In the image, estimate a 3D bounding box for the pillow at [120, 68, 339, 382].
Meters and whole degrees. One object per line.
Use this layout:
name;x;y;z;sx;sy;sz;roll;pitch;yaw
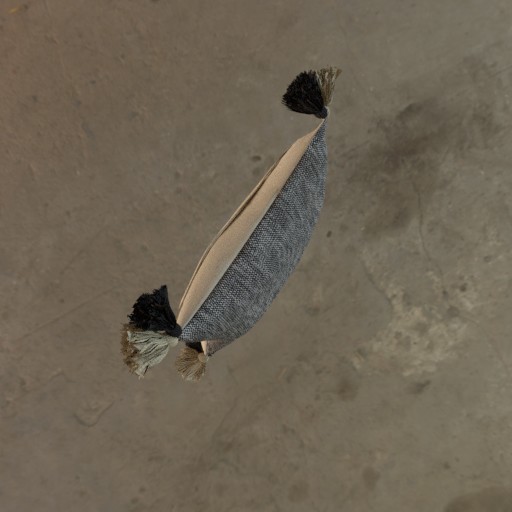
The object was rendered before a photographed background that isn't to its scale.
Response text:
pillow;0.000;0.000;0.984;0.170;0.659;0.654;32;77;8
